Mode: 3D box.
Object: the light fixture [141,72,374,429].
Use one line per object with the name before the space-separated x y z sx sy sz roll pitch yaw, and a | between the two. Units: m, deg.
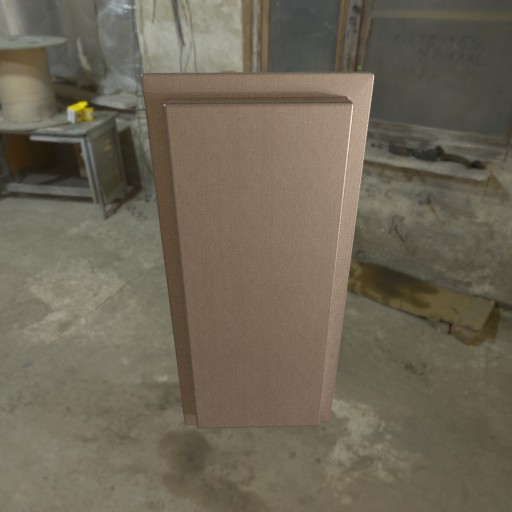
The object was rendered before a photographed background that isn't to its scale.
light fixture | 0.000 0.000 0.469 0.168 0.380 0.160 -1 31 -1
